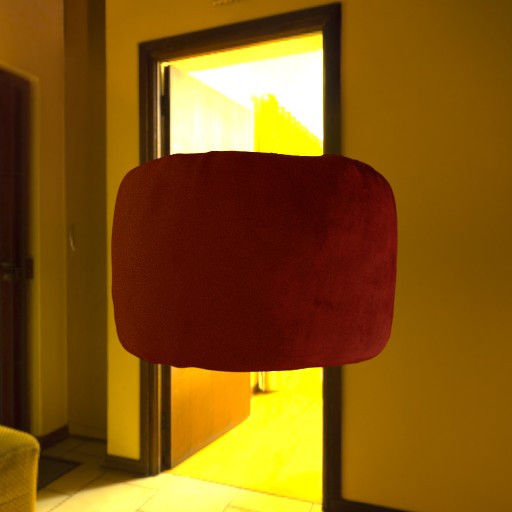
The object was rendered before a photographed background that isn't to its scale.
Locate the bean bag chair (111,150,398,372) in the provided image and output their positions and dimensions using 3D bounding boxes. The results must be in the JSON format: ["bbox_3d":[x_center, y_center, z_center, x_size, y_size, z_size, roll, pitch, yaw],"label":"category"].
[{"bbox_3d":[0.000,0.000,1.966,1.219,0.762,1.219,0,1,0],"label":"bean bag chair"}]
